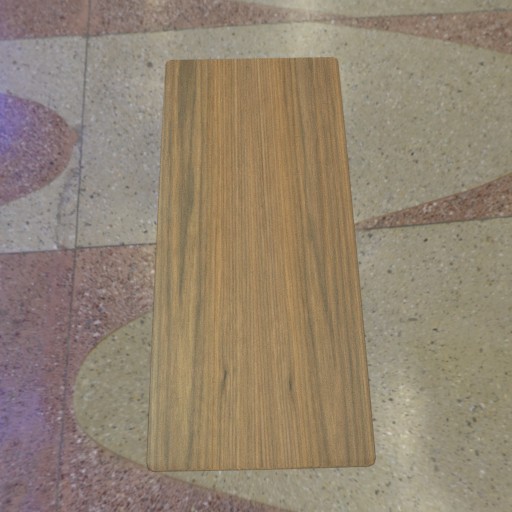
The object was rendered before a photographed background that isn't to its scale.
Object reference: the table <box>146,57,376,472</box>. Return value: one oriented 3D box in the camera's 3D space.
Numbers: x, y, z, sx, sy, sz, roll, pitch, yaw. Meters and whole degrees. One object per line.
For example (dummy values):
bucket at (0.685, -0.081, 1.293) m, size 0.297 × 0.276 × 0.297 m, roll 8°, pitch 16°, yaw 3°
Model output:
table at (0.000, 0.000, 1.642) m, size 0.637 × 0.468 × 1.375 m, roll -1°, pitch 73°, yaw 0°
